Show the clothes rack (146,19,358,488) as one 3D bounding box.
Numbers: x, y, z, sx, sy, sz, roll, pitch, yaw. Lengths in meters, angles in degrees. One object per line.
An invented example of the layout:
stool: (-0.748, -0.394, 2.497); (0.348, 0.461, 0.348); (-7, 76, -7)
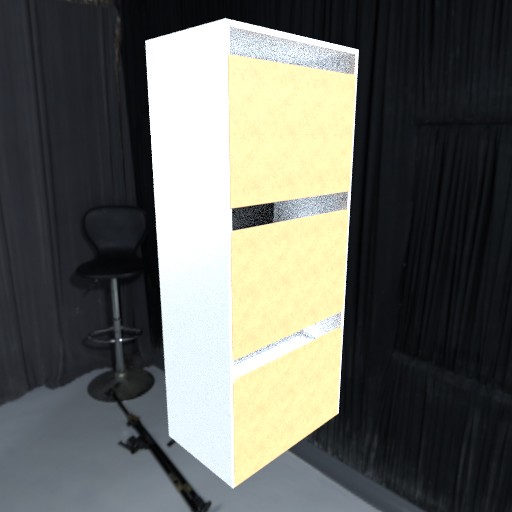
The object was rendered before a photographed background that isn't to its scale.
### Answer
clothes rack: (0.000, 0.000, 1.364); (0.500, 1.187, 0.330); (-14, 21, -42)
